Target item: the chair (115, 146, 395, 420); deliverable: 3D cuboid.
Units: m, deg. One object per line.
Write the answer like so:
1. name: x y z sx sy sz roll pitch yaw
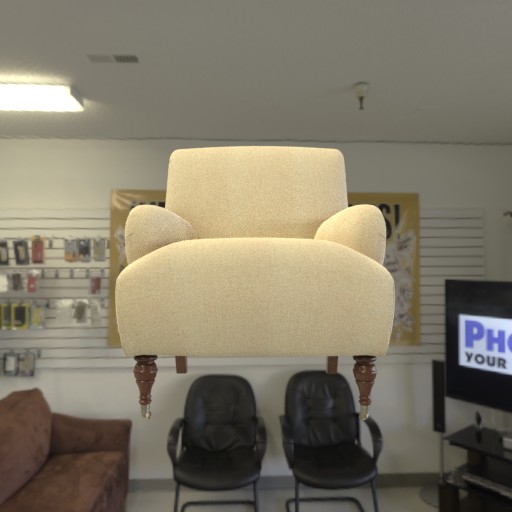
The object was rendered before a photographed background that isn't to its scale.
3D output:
1. chair: 0.000 0.000 1.557 0.766 0.944 0.842 0 -2 1
